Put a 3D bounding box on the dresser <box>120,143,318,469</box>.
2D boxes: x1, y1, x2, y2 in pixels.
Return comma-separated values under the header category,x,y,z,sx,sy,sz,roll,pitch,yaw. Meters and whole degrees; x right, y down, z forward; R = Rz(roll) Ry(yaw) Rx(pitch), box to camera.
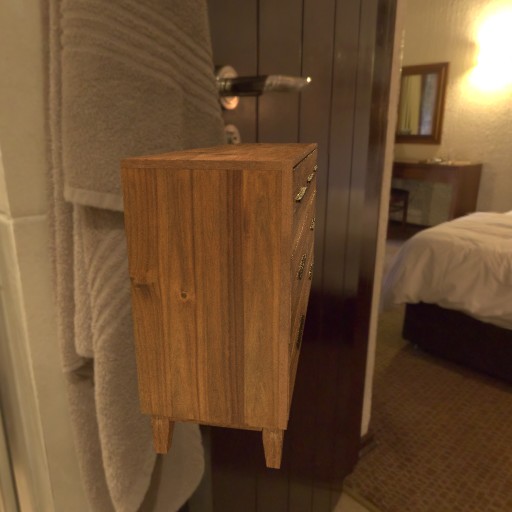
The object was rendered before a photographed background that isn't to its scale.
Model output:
category,x,y,z,sx,sy,sz,roll,pitch,yaw
dresser,0.000,0.000,1.846,0.446,0.873,1.400,3,16,10
